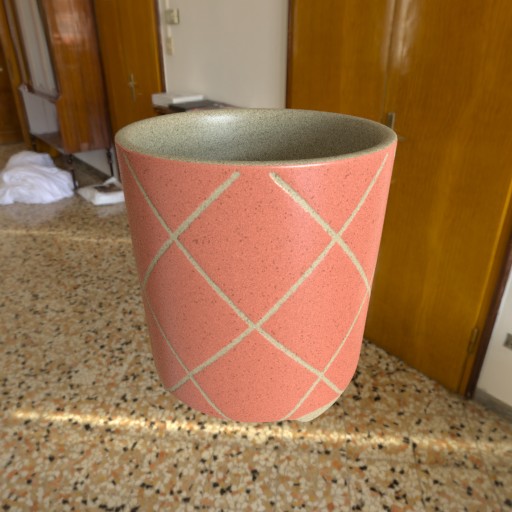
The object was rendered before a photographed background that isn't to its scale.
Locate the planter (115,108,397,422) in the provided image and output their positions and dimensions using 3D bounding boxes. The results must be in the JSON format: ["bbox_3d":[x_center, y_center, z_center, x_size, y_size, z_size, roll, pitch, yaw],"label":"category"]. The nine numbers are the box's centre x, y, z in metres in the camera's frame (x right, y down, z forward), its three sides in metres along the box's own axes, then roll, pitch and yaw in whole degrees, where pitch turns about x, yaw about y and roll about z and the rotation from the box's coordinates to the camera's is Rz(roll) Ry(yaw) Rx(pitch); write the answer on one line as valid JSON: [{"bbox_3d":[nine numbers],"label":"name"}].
[{"bbox_3d":[0.000,0.000,0.354,0.191,0.200,0.191,0,27,0],"label":"planter"}]
